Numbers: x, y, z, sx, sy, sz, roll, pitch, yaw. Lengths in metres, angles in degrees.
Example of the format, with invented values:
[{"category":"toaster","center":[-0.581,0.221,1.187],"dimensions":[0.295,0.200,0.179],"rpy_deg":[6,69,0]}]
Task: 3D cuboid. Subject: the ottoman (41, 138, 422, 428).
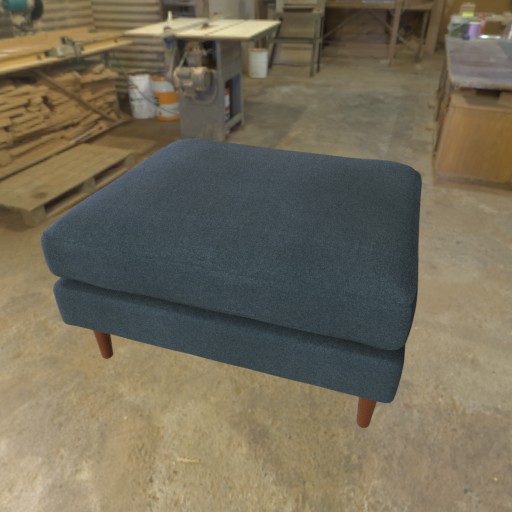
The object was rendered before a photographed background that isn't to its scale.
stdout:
[{"category":"ottoman","center":[0.000,0.000,1.242],"dimensions":[0.821,0.474,0.693],"rpy_deg":[10,34,15]}]
